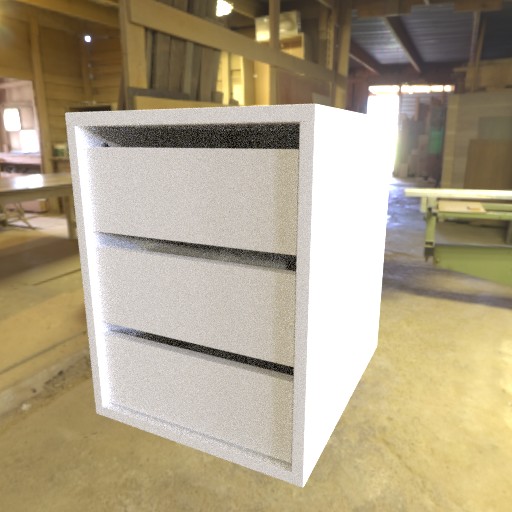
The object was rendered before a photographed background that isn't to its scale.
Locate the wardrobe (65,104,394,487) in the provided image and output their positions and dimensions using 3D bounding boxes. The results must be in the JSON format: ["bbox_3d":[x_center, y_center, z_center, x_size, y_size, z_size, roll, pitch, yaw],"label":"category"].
[{"bbox_3d":[0.000,0.000,0.869,0.400,0.520,0.500,7,16,26],"label":"wardrobe"}]
